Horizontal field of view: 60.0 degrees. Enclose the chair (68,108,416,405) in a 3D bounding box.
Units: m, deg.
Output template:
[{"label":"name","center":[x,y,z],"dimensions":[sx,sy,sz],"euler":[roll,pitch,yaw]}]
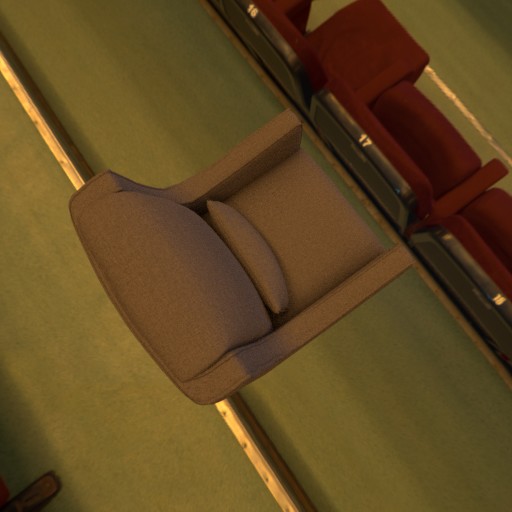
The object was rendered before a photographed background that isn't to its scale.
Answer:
[{"label":"chair","center":[0.000,0.000,1.635],"dimensions":[0.879,0.993,0.732],"euler":[-35,78,-8]}]
